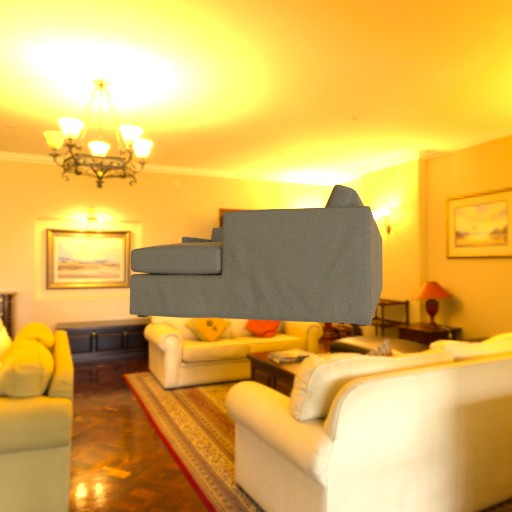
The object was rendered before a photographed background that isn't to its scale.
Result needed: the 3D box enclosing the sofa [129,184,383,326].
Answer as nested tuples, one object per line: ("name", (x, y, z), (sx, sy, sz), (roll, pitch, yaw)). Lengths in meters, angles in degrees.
("sofa", (0.000, 0.000, 4.527), (2.427, 0.882, 3.460), (0, -1, 17))
